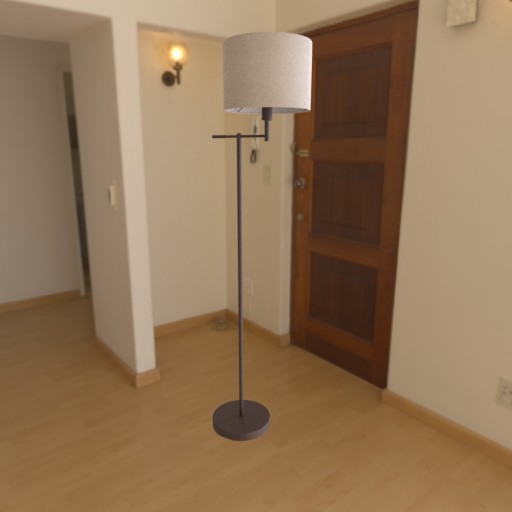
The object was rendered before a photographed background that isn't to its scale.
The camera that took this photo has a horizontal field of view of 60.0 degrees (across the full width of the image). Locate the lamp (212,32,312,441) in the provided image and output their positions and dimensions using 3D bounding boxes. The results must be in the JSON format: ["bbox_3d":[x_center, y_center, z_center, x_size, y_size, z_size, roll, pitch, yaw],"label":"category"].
[{"bbox_3d":[0.000,0.000,1.817,0.416,1.600,0.324,7,15,27],"label":"lamp"}]
